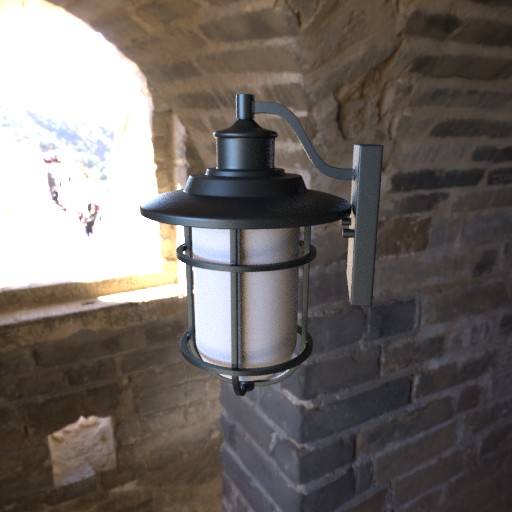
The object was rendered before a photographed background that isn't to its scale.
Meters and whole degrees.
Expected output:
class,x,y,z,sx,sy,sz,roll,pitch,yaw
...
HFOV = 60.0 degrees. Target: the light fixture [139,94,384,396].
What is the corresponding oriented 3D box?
class,x,y,z,sx,sy,sz,roll,pitch,yaw
light fixture,0.000,0.000,0.502,0.252,0.345,0.222,2,15,9
